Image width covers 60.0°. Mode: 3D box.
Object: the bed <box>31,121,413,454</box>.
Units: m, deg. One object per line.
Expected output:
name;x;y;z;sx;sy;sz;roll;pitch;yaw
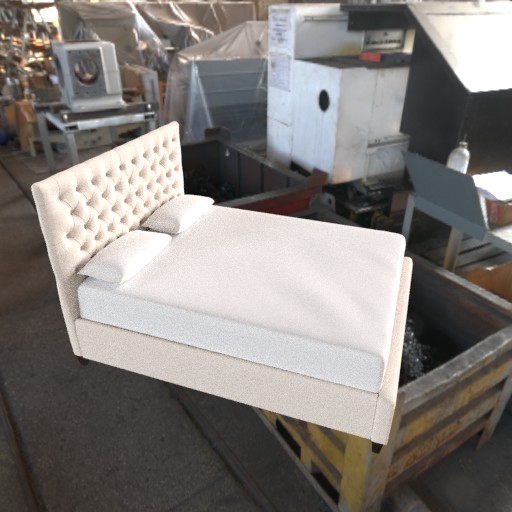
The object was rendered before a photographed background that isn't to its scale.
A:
bed;0.000;0.000;3.278;2.233;1.426;1.696;10;32;17
